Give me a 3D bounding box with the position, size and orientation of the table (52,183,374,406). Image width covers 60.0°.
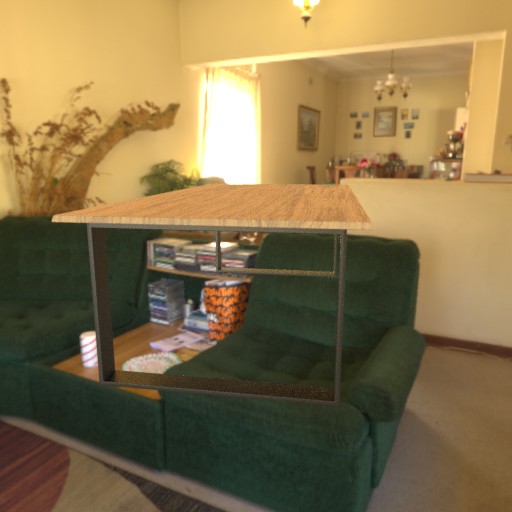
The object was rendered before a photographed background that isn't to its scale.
[{"bbox_3d":[0.000,0.000,1.608,0.693,0.445,1.331,2,12,9],"label":"table"}]
